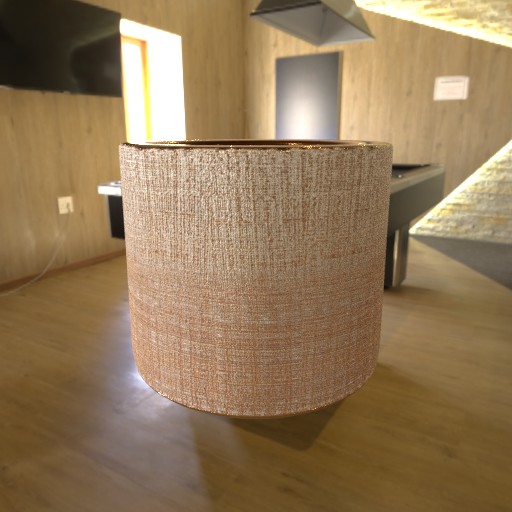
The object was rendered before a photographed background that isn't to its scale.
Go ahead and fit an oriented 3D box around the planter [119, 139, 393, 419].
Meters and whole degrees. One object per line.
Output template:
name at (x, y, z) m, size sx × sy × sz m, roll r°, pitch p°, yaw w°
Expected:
planter at (0.000, 0.000, 0.314) m, size 0.177 × 0.157 × 0.177 m, roll 0°, pitch 16°, yaw 0°
